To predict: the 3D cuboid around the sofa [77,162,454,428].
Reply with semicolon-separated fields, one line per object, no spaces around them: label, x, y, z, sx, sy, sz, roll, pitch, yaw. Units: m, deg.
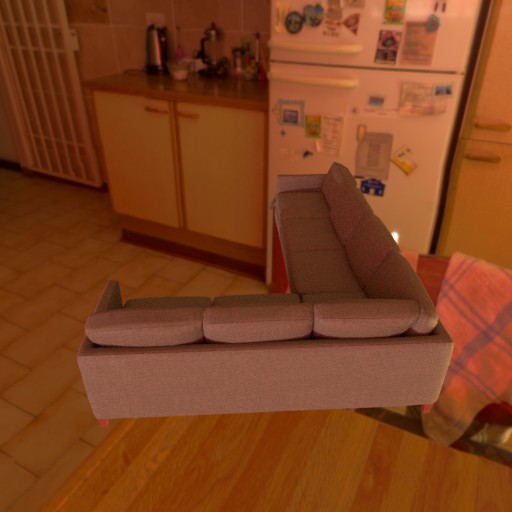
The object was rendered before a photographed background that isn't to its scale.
sofa;0.000;0.000;4.474;2.593;0.947;3.302;-2;31;-3
